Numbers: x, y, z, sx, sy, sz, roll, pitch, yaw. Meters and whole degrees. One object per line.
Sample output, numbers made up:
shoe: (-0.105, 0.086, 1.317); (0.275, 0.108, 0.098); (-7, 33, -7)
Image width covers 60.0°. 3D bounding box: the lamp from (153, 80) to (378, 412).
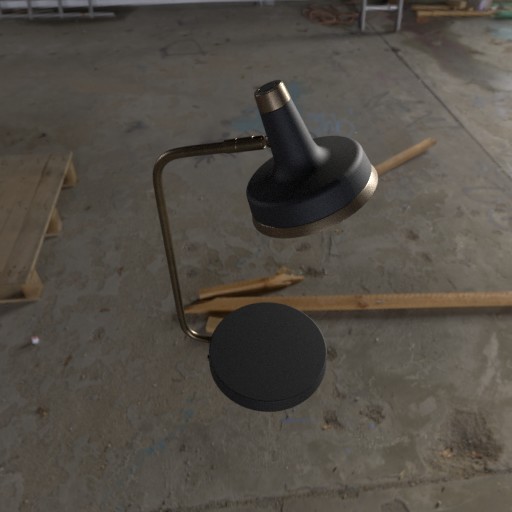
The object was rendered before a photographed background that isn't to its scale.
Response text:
lamp: (0.000, 0.000, 0.484); (0.218, 0.385, 0.162); (10, 45, 10)
